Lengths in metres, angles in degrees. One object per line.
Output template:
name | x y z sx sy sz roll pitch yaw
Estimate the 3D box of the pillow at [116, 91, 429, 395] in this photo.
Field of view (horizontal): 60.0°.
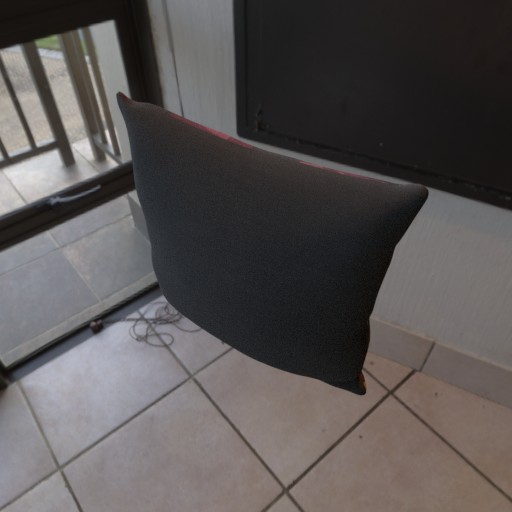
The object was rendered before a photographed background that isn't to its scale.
pillow | 0.000 0.000 0.775 0.503 0.496 0.208 24 51 21
